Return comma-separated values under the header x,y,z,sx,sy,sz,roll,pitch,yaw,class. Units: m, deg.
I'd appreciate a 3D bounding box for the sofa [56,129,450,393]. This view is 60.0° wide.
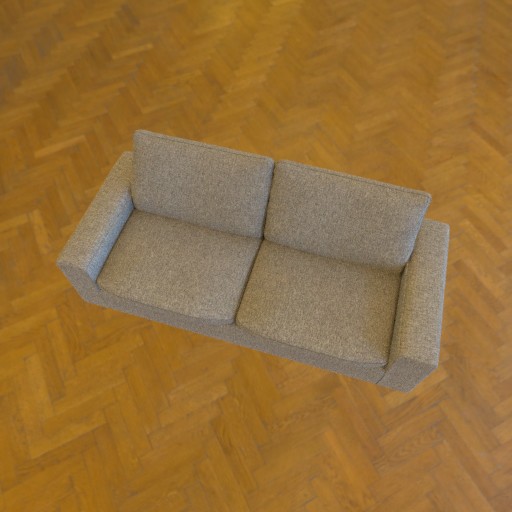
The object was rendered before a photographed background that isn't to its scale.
x,y,z,sx,sy,sz,roll,pitch,yaw,class
0.000,0.000,2.843,2.299,0.922,1.040,14,60,9,sofa
